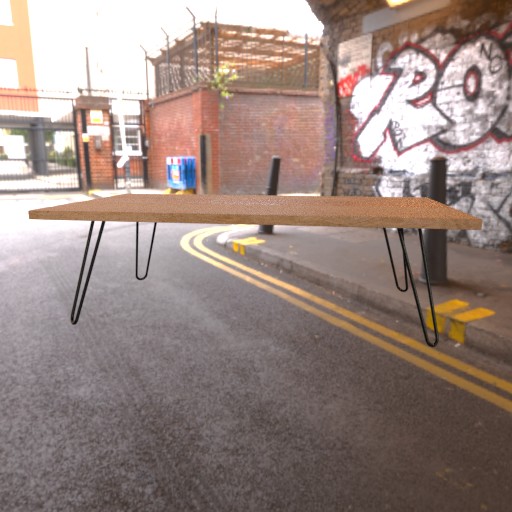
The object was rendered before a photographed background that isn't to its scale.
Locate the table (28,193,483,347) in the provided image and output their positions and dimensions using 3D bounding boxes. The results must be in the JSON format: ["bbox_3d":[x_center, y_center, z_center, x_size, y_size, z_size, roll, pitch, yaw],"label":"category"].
[{"bbox_3d":[0.000,0.000,1.675,1.348,0.400,0.699,2,13,9],"label":"table"}]
